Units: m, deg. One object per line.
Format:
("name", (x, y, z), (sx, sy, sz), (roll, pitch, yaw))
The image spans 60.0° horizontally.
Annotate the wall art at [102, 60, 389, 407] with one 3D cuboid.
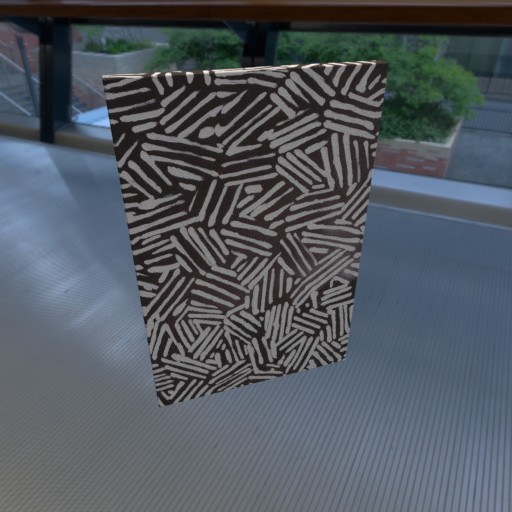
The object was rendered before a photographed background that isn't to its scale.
("wall art", (0.000, 0.000, 1.163), (0.615, 0.918, 0.035), (-10, 33, -15))
